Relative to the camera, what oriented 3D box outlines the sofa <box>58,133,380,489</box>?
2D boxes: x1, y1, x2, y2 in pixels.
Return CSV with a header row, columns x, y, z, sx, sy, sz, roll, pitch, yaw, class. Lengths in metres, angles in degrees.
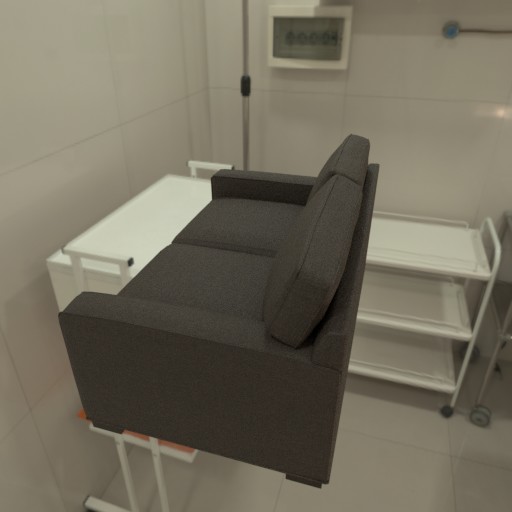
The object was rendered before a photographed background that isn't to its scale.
x,y,z,sx,sy,sz,roll,pitch,yaw,class
0.000,0.000,2.061,0.974,0.887,1.534,9,31,14,sofa
